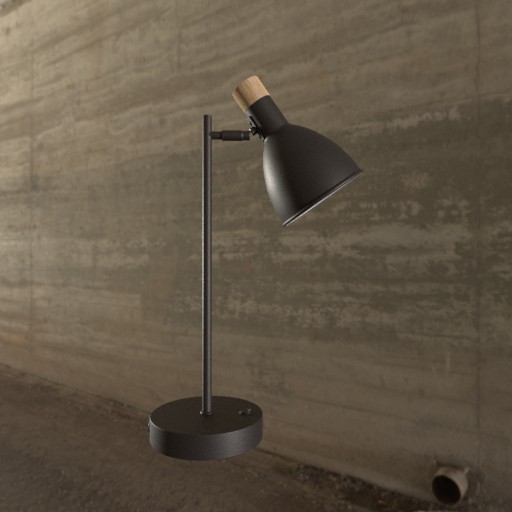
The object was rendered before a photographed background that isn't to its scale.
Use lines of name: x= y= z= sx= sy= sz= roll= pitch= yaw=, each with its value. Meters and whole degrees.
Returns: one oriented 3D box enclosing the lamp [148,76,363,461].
lamp: x=0.000 y=0.000 z=0.600 sx=0.287 sy=0.483 sz=0.152 roll=0 pitch=0 yaw=-1
